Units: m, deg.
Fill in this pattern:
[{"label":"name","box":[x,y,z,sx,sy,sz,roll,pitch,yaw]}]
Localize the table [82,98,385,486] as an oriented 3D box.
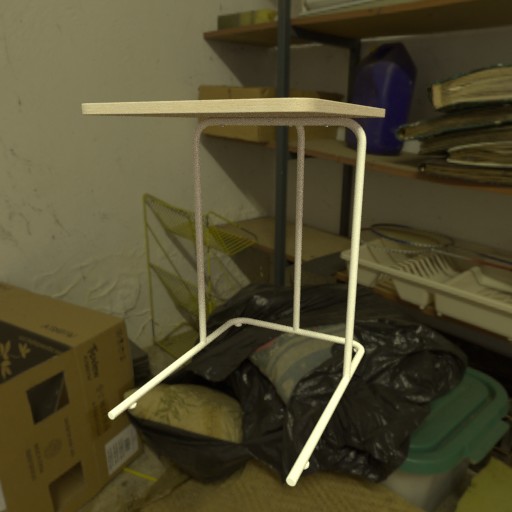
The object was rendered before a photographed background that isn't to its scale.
[{"label":"table","box":[0.000,0.000,0.864,0.370,0.550,0.480,8,18,25]}]
